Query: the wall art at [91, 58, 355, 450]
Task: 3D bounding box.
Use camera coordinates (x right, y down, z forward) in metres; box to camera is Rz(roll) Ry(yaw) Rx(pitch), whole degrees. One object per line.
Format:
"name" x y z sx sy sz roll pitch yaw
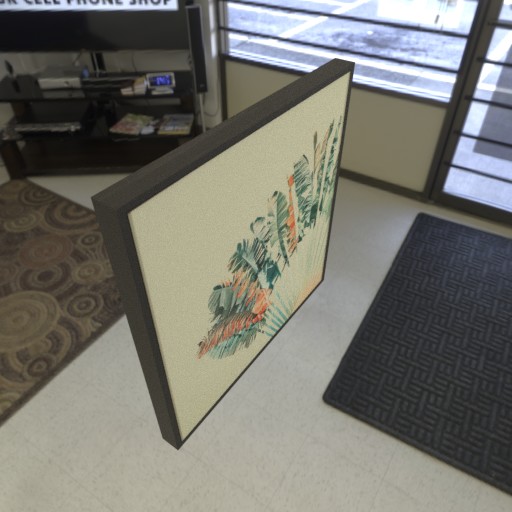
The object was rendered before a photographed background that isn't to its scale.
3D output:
"wall art" 0.000 0.000 0.753 0.037 0.507 0.509 26 48 26
